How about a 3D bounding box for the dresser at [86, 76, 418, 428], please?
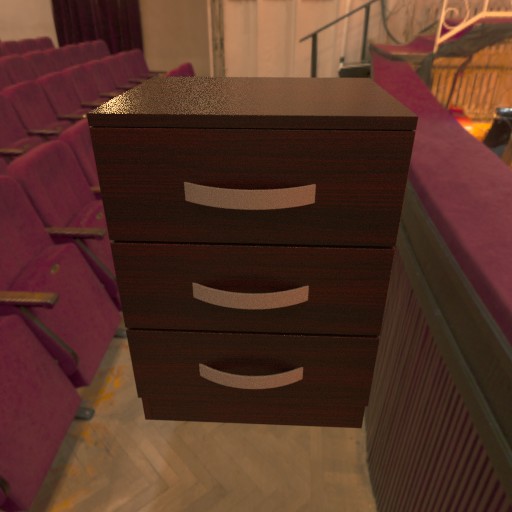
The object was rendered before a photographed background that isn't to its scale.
[{"bbox_3d":[0.000,0.000,0.803,0.400,0.560,0.360,1,29,2],"label":"dresser"}]
